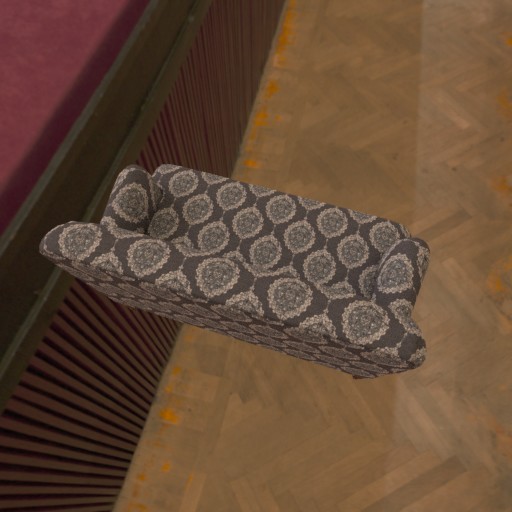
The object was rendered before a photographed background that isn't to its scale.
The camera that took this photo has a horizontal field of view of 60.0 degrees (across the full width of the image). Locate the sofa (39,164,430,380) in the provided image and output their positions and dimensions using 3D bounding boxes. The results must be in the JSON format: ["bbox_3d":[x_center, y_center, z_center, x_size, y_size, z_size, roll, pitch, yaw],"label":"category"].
[{"bbox_3d":[0.000,0.000,1.792,1.297,0.867,0.779,16,63,8],"label":"sofa"}]
